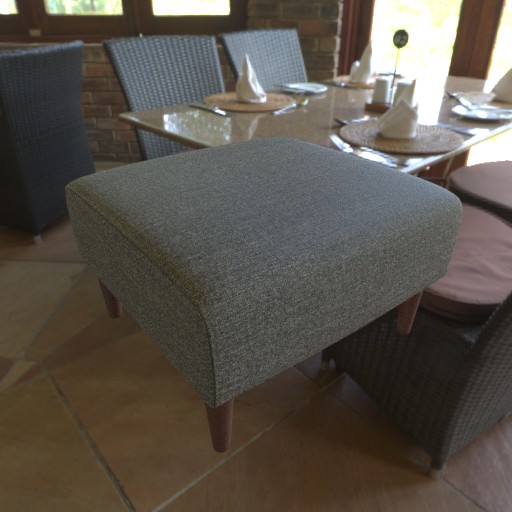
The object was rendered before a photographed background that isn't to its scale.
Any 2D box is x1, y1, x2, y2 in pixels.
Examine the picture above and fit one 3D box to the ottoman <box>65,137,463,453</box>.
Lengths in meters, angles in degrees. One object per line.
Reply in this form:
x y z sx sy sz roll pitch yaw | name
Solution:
0.000 0.000 1.052 0.655 0.399 0.648 -21 36 -32 | ottoman
